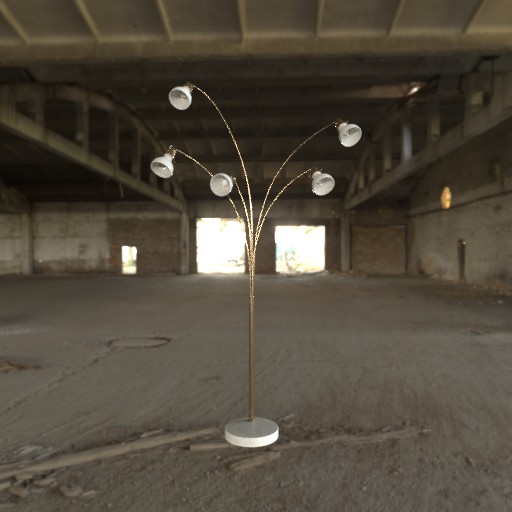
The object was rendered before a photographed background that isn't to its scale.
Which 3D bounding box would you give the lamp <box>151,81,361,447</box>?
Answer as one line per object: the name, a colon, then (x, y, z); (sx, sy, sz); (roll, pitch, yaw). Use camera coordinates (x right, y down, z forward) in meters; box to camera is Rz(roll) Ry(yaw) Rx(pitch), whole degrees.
lamp: (0.000, 0.000, 2.979); (1.405, 2.423, 0.361); (0, 0, 2)
